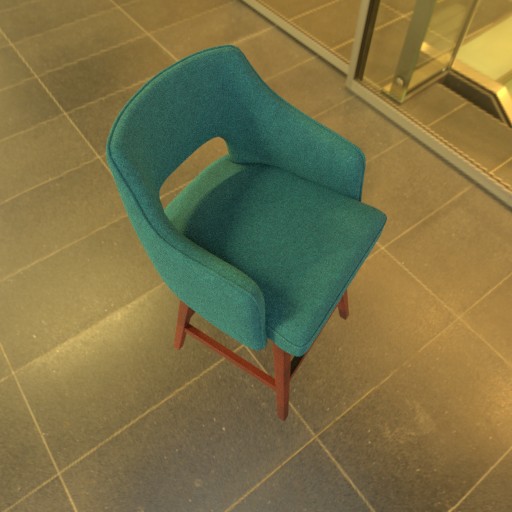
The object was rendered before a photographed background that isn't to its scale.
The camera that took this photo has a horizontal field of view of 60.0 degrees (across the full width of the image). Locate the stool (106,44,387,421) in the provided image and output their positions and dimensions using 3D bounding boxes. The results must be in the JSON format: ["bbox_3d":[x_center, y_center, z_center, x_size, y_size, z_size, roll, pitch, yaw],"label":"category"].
[{"bbox_3d":[0.000,0.000,1.273,0.556,0.961,0.548,29,61,18],"label":"stool"}]
